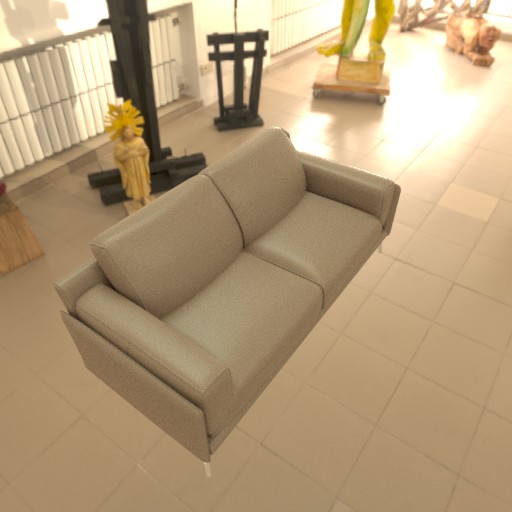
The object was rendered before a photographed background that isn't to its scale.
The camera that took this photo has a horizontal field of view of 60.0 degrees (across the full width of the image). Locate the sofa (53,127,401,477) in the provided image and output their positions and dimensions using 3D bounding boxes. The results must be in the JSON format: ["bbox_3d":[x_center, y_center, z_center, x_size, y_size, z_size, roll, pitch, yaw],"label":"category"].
[{"bbox_3d":[0.000,0.000,2.661,1.049,0.930,2.101,25,47,26],"label":"sofa"}]
